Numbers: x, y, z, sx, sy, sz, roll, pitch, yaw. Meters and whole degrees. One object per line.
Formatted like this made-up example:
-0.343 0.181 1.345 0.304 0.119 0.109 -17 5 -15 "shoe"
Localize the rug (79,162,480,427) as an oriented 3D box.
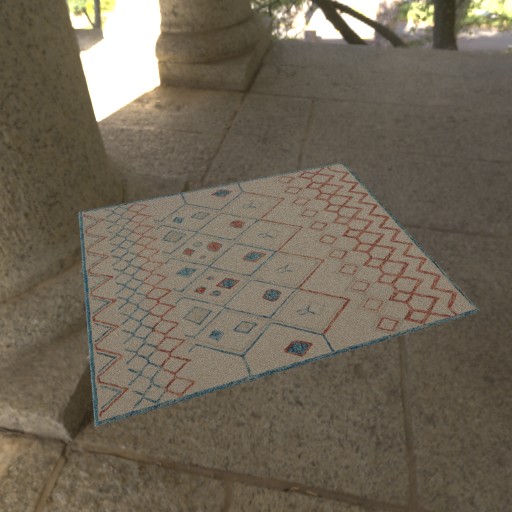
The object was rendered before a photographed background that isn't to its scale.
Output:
0.000 0.000 4.103 3.050 0.016 2.441 -13 44 -14 "rug"
